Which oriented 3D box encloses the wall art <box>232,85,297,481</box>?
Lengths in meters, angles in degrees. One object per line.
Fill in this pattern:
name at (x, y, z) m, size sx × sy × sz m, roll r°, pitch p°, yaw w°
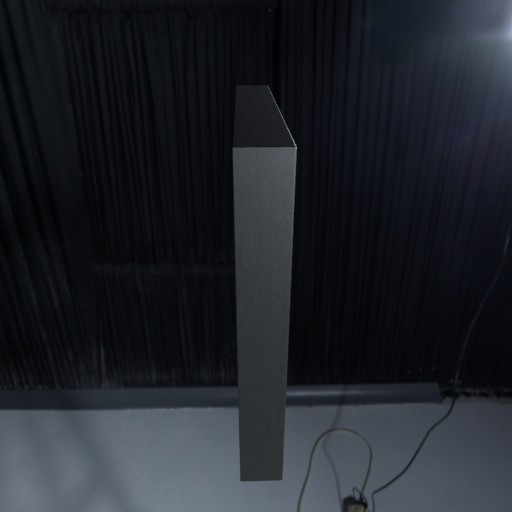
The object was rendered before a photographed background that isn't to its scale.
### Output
wall art at (0.000, 0.000, 0.468) m, size 0.038 × 0.304 × 0.304 m, roll -1°, pitch 27°, yaw -2°
